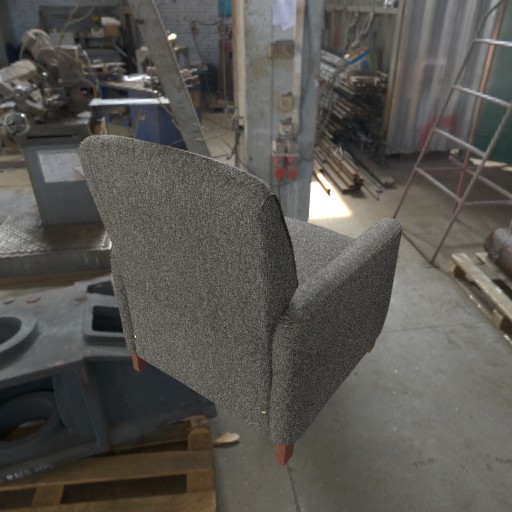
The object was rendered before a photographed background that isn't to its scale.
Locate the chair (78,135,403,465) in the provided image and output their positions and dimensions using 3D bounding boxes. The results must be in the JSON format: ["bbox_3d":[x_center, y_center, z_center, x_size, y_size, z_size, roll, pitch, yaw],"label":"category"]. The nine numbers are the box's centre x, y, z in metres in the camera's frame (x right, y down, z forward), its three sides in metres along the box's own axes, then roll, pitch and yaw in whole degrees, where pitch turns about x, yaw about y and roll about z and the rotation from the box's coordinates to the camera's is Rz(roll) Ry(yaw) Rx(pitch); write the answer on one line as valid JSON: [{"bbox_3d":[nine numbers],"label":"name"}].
[{"bbox_3d":[0.000,0.000,1.630,0.848,1.014,0.864,20,36,31],"label":"chair"}]
